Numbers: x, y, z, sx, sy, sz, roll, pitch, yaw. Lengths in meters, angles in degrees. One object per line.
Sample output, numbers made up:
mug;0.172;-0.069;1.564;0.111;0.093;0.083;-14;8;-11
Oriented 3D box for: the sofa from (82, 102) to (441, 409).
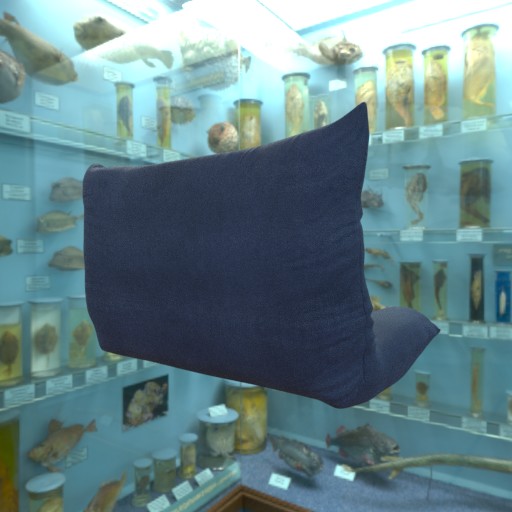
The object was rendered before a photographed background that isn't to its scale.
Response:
sofa;0.000;0.000;1.660;1.122;0.778;0.849;1;1;36
